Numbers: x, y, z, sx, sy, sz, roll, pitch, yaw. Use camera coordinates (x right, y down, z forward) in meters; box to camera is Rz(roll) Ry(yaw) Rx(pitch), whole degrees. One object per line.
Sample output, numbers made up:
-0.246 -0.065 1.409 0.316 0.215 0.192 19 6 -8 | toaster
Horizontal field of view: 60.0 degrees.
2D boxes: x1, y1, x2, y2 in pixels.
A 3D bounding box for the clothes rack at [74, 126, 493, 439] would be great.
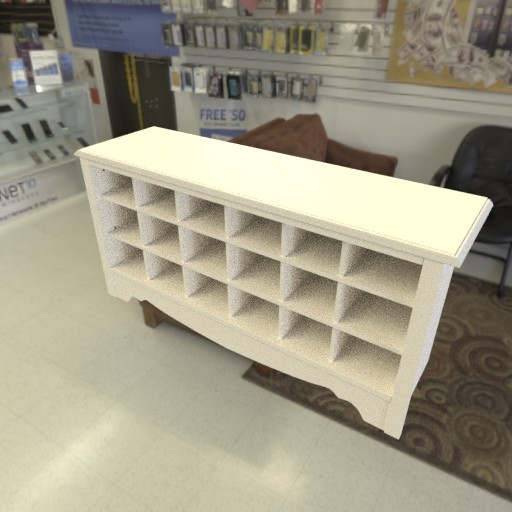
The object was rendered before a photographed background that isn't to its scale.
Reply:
0.000 0.000 1.321 1.120 0.531 0.324 20 36 29 | clothes rack
